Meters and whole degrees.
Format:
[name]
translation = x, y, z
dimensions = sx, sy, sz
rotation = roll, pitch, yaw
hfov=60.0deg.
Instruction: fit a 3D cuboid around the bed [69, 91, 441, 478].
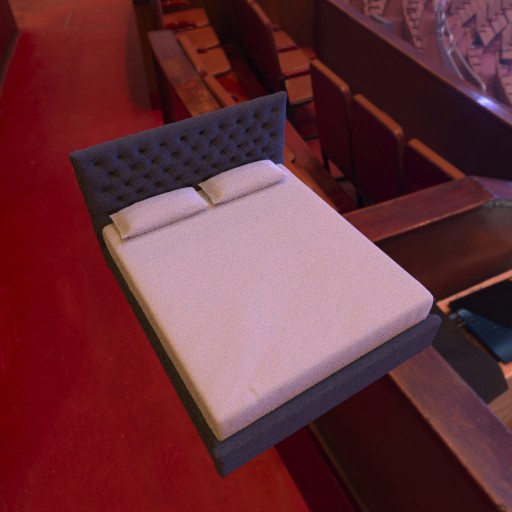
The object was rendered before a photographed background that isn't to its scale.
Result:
[bed]
translation = 0.000, 0.000, 3.684
dimensions = 2.078, 1.427, 2.387
rotation = -24, 50, -22
